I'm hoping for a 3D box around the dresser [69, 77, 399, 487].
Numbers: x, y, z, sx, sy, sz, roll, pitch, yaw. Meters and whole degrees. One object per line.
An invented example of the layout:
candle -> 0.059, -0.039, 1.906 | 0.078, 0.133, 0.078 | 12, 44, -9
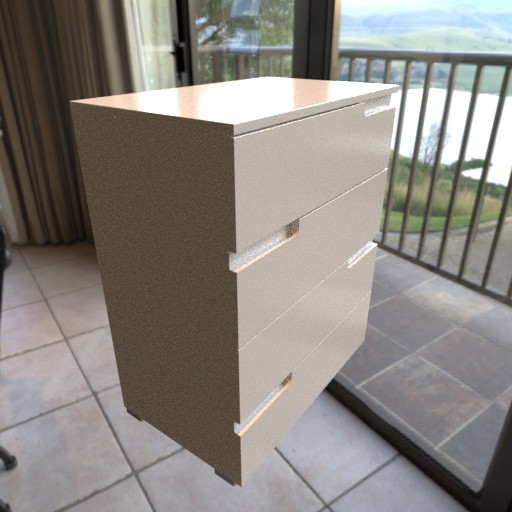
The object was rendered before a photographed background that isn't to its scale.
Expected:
dresser -> 0.000, 0.000, 1.146 | 0.400, 0.800, 0.650 | 18, 32, 32
